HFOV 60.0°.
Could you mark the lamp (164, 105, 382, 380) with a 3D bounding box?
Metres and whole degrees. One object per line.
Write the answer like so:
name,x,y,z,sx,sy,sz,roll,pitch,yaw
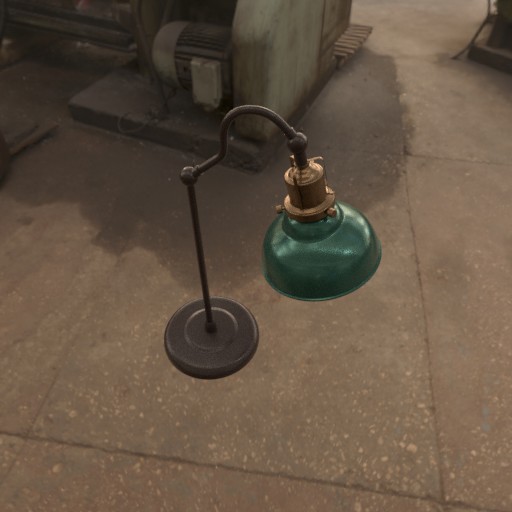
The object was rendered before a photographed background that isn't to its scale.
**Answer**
lamp,0.000,0.000,0.703,0.374,0.508,0.192,8,47,8
